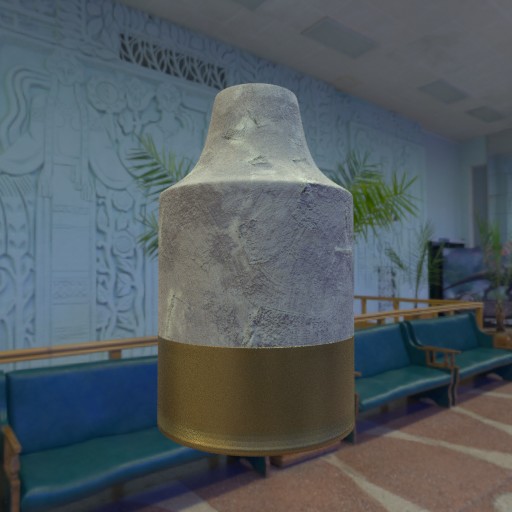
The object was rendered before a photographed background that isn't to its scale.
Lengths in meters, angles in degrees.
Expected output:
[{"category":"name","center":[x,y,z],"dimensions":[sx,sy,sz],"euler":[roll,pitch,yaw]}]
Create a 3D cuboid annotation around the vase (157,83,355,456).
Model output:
[{"category":"vase","center":[0.000,0.000,0.427],"dimensions":[0.184,0.305,0.184],"euler":[0,-2,0]}]
